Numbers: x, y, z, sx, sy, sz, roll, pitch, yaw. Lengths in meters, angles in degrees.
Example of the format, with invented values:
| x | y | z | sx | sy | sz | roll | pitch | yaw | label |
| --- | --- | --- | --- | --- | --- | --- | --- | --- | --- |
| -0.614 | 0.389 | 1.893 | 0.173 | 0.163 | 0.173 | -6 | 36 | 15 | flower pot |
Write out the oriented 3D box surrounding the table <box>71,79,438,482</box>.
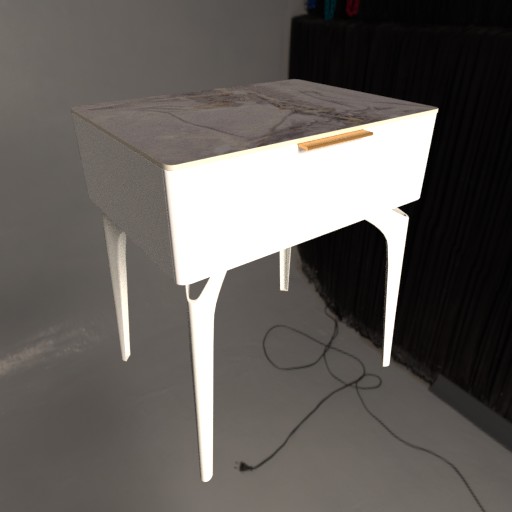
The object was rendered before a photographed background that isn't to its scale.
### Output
| x | y | z | sx | sy | sz | roll | pitch | yaw | label |
| --- | --- | --- | --- | --- | --- | --- | --- | --- | --- |
| 0.000 | 0.000 | 0.882 | 0.500 | 0.570 | 0.400 | -20 | 36 | -30 | table |
